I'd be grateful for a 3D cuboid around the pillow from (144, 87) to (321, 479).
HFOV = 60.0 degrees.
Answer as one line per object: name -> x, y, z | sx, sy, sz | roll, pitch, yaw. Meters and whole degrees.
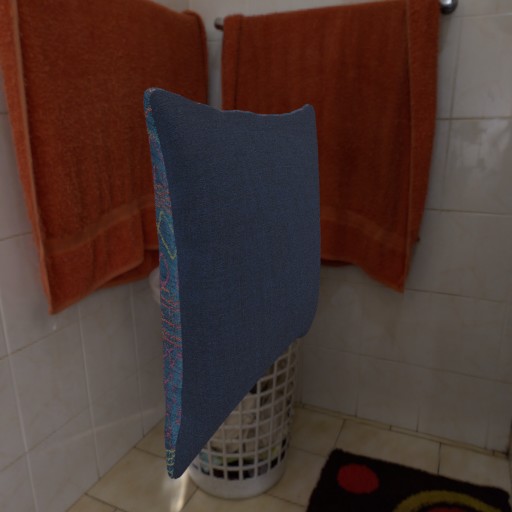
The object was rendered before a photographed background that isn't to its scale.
pillow -> 0.000, 0.000, 0.632 | 0.141, 0.431, 0.431 | 8, 17, 25
